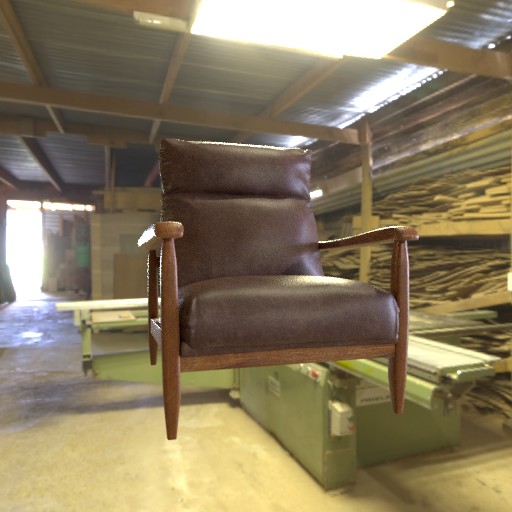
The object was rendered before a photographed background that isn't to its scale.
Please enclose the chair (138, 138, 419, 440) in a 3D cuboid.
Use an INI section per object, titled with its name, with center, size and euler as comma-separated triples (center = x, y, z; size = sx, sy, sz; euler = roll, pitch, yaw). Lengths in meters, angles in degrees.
[chair]
center = 0.000, 0.000, 1.524
size = 0.782, 0.897, 0.830
euler = 0, 0, -16
